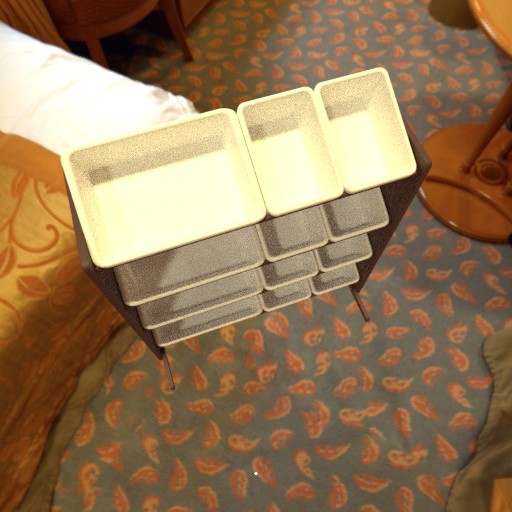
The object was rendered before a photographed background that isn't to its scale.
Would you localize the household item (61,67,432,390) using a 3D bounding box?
[{"bbox_3d":[0.000,0.000,1.286,0.787,0.864,0.389,-17,65,-8],"label":"household item"}]
